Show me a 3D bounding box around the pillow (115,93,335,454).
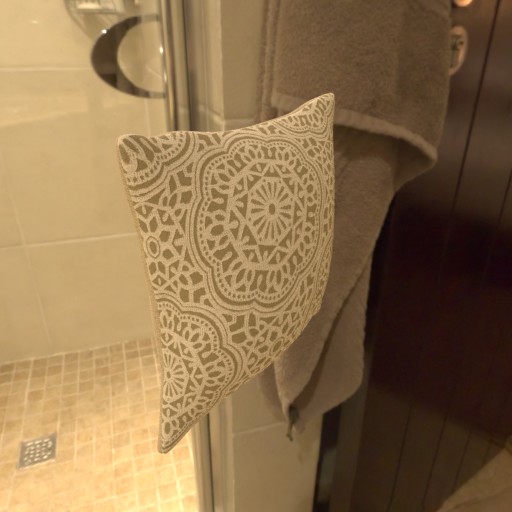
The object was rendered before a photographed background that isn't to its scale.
[{"bbox_3d":[0.000,0.000,0.651,0.167,0.421,0.438,18,32,31],"label":"pillow"}]
